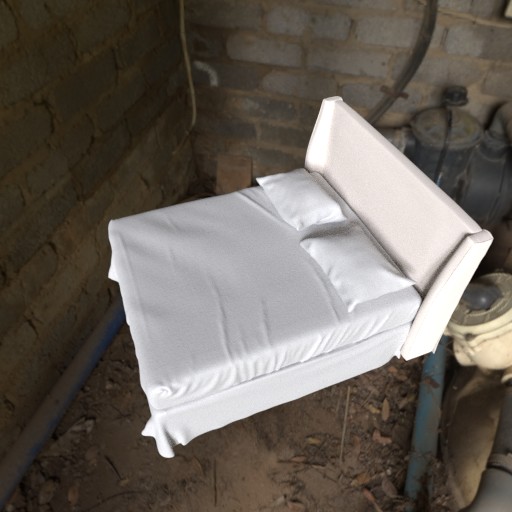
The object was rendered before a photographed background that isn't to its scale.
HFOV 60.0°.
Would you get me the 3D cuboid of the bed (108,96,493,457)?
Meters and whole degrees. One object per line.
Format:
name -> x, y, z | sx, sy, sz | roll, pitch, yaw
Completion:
bed -> 0.000, 0.000, 3.373 | 2.276, 1.332, 1.925 | -16, 48, -15
